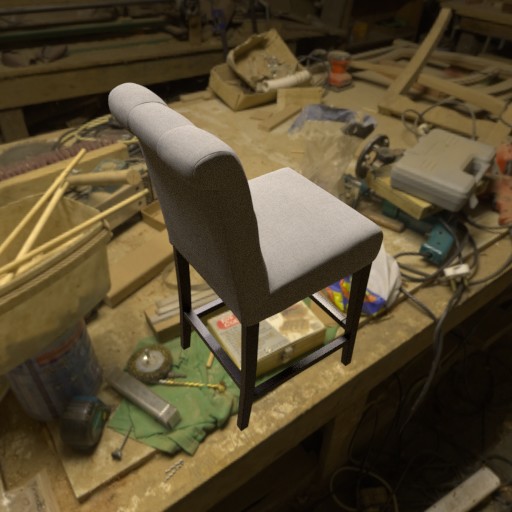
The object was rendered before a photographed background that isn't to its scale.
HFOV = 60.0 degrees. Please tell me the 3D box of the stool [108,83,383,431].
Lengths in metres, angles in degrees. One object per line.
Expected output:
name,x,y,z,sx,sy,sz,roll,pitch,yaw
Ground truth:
stool,0.000,0.000,1.387,0.601,1.040,0.493,-24,46,-26
